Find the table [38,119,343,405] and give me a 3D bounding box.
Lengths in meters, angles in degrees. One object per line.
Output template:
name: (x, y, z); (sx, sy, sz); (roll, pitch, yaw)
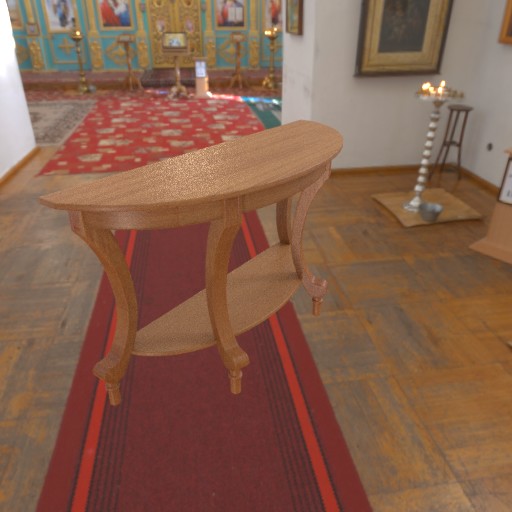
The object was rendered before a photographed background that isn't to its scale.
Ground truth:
table: (0.000, 0.000, 1.524); (0.394, 0.692, 1.198); (19, 33, 31)
